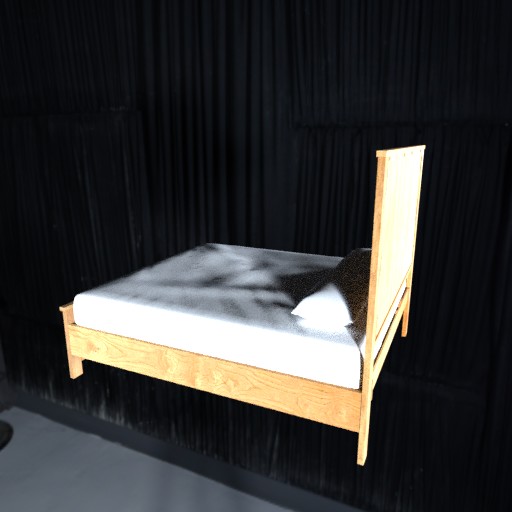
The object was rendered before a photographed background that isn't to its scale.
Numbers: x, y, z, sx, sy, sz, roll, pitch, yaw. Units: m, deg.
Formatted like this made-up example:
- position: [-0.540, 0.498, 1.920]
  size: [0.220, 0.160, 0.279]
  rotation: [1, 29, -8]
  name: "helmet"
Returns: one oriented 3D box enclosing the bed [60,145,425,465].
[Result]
- position: [0.000, 0.000, 3.503]
  size: [2.201, 1.686, 1.936]
  rotation: [7, 16, 24]
  name: "bed"
